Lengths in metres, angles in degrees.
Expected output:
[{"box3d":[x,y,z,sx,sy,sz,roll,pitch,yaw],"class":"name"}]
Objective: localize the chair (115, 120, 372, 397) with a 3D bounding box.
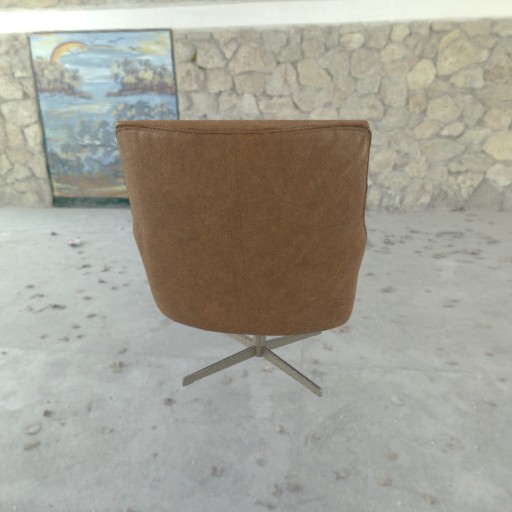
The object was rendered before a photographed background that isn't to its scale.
[{"box3d":[0.000,0.000,1.499,0.729,0.869,0.874,2,16,7],"class":"chair"}]
